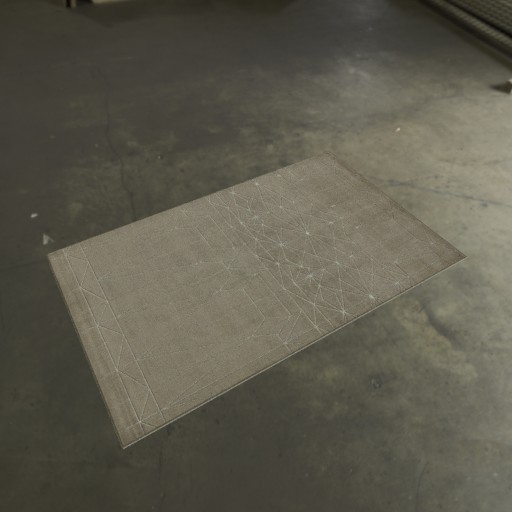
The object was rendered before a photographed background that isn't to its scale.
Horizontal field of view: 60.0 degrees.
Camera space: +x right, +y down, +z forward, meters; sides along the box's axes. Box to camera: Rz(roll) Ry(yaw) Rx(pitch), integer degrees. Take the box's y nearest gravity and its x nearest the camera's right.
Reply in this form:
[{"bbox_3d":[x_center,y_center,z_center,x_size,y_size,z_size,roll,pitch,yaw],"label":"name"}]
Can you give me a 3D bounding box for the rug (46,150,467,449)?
[{"bbox_3d":[0.000,0.000,3.021,2.438,0.012,1.524,-24,51,-21],"label":"rug"}]
